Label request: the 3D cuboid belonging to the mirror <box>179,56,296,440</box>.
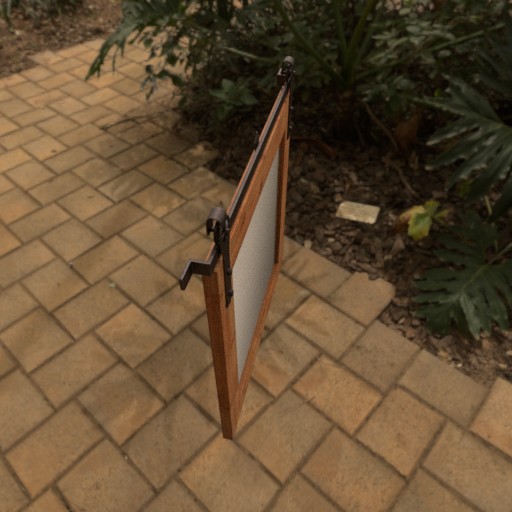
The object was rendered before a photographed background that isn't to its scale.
[{"bbox_3d":[0.000,0.000,1.203,0.054,0.800,0.805,10,47,9],"label":"mirror"}]
